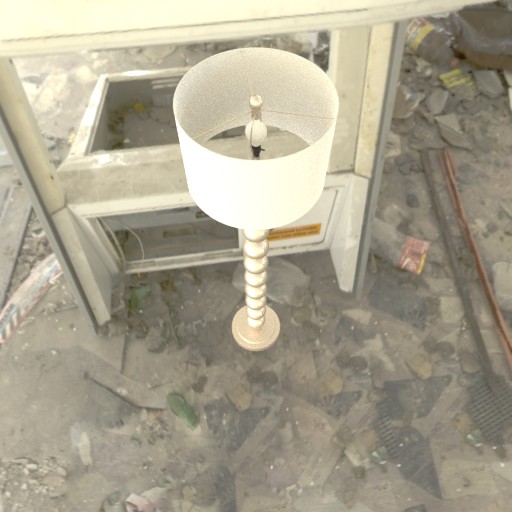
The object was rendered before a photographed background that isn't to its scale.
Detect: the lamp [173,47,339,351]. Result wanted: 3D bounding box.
[{"bbox_3d":[0.000,0.000,1.676,0.394,1.474,0.394,16,61,9],"label":"lamp"}]
